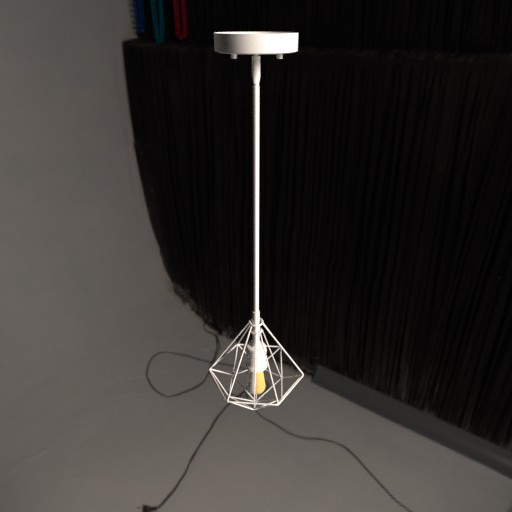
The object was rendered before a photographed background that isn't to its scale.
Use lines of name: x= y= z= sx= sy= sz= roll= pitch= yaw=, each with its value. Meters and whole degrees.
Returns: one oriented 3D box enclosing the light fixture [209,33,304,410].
light fixture: x=0.000 y=0.000 z=1.961 sx=0.431 sy=1.764 sz=0.487 roll=18 pitch=33 yaw=30
